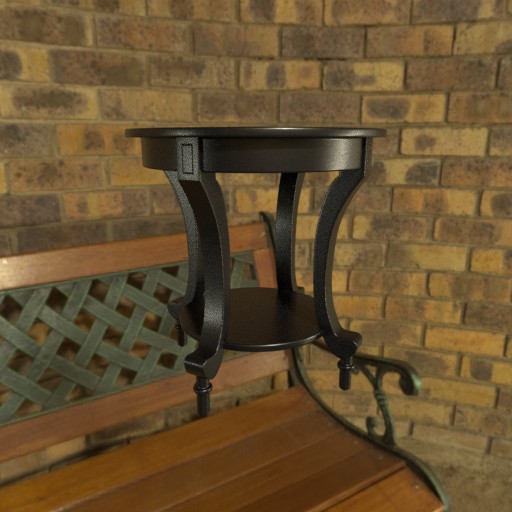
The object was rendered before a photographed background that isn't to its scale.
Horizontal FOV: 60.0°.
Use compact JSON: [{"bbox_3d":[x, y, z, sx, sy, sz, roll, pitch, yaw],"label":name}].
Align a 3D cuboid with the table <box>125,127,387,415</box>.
[{"bbox_3d":[0.000,0.000,1.128,0.597,0.618,0.597,0,15,0],"label":"table"}]
